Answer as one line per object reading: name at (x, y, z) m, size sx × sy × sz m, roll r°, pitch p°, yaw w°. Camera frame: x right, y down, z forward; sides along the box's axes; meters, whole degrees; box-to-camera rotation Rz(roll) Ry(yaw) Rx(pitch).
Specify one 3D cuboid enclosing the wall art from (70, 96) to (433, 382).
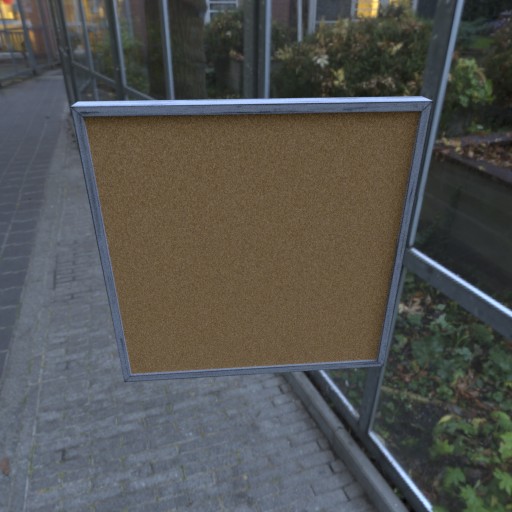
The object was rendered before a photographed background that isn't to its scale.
wall art at (0.000, 0.000, 0.756) m, size 0.506 × 0.506 × 0.038 m, roll -2°, pitch 29°, yaw -4°
